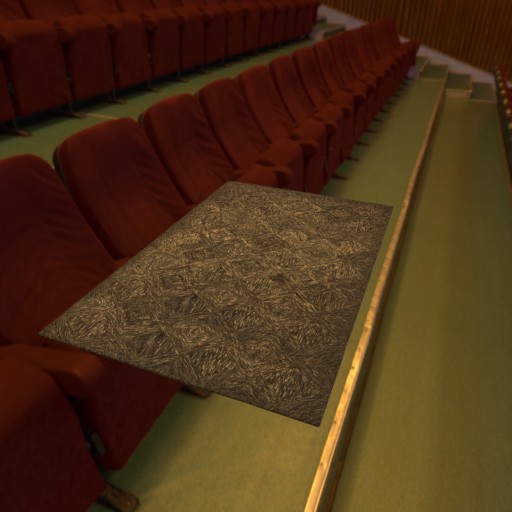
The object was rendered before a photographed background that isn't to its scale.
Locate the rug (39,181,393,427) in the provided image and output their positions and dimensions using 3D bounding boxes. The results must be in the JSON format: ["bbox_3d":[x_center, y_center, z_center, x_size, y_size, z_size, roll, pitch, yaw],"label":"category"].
[{"bbox_3d":[0.000,0.000,2.250,1.139,0.010,1.754,12,33,19],"label":"rug"}]
